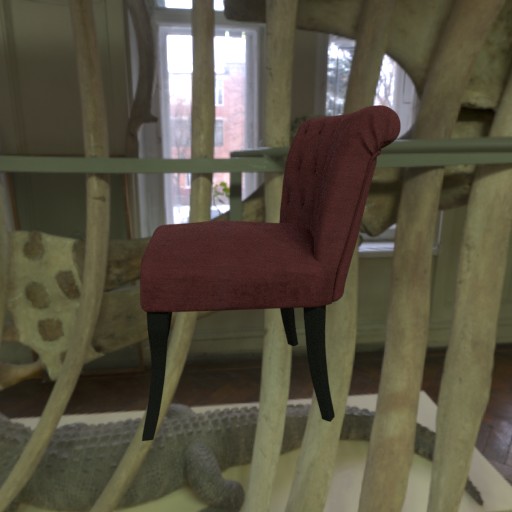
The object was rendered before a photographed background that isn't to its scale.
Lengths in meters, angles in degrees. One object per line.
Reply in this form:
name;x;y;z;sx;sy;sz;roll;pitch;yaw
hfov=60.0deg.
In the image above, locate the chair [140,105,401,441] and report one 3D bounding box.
chair;0.000;0.000;1.212;0.605;0.750;0.582;-2;14;-8
